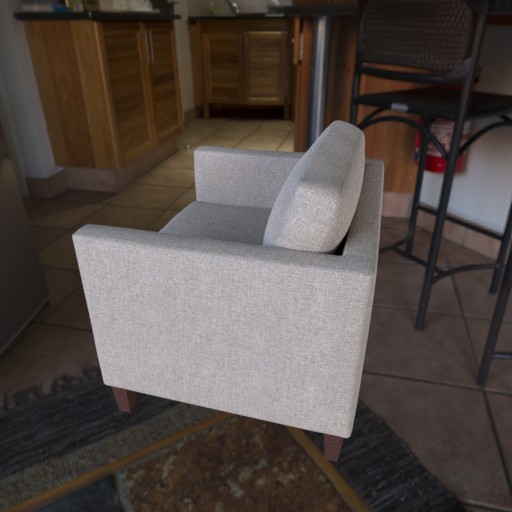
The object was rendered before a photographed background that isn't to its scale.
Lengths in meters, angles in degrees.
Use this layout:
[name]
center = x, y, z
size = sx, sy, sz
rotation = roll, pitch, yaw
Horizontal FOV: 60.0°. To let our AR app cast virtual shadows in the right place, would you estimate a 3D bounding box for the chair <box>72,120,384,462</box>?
[chair]
center = 0.000, 0.000, 1.849
size = 0.959, 0.987, 1.107
rotation = 8, 30, 14
